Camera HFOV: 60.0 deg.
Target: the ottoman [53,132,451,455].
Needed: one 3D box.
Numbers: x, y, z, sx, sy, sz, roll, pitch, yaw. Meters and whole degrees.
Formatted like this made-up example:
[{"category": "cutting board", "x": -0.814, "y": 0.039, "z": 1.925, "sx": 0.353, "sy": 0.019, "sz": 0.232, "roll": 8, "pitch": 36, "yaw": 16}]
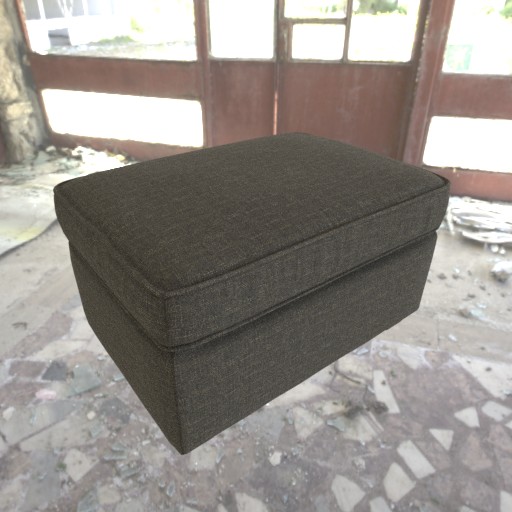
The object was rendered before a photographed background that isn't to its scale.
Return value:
[{"category": "ottoman", "x": 0.000, "y": 0.000, "z": 1.060, "sx": 0.749, "sy": 0.450, "sz": 0.549, "roll": -21, "pitch": 37, "yaw": -32}]
